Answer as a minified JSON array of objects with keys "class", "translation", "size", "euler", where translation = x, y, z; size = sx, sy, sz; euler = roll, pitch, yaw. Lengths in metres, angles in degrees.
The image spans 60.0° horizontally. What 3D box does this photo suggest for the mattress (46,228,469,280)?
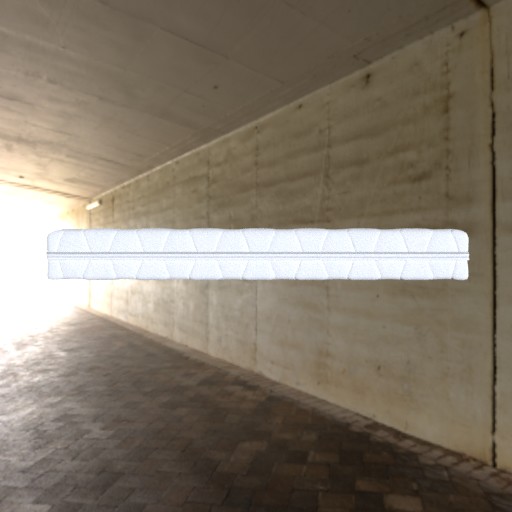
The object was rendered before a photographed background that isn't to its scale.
[{"class":"mattress","translation":[0.000,0.000,2.611],"size":[1.600,0.200,1.900],"euler":[0,-1,-1]}]
